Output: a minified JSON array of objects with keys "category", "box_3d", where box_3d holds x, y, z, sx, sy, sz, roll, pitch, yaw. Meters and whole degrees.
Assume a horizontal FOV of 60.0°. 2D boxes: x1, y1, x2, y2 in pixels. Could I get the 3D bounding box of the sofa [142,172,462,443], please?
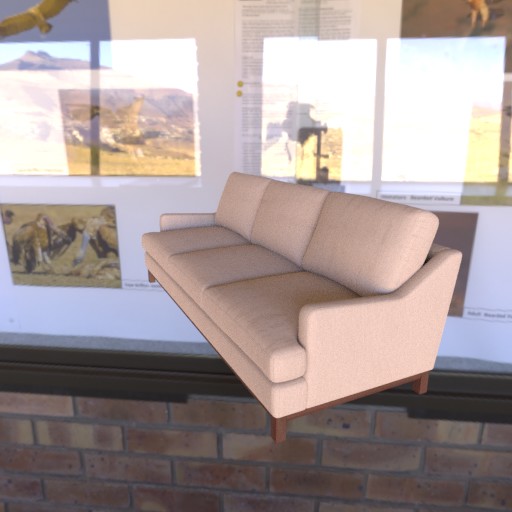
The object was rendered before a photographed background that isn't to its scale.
[{"category":"sofa","box_3d":[0.000,0.000,2.872,1.000,0.913,2.321,-8,18,-25]}]
